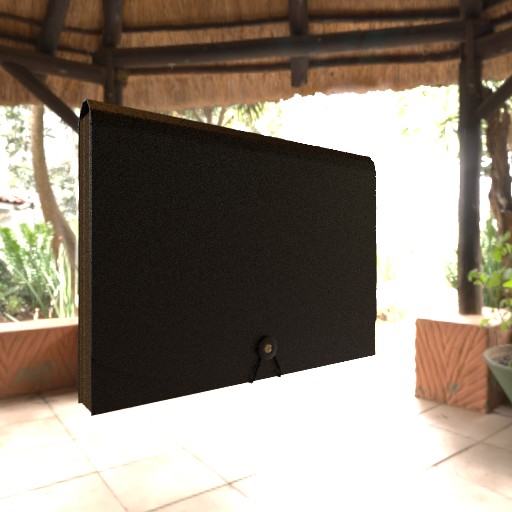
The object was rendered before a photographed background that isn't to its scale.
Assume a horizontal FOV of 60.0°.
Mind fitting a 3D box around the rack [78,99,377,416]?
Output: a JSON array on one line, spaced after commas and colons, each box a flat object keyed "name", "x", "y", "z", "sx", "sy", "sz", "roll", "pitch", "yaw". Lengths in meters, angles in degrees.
[{"name": "rack", "x": 0.000, "y": 0.000, "z": 0.441, "sx": 0.330, "sy": 0.241, "sz": 0.041, "roll": 0, "pitch": 0, "yaw": -37}]
